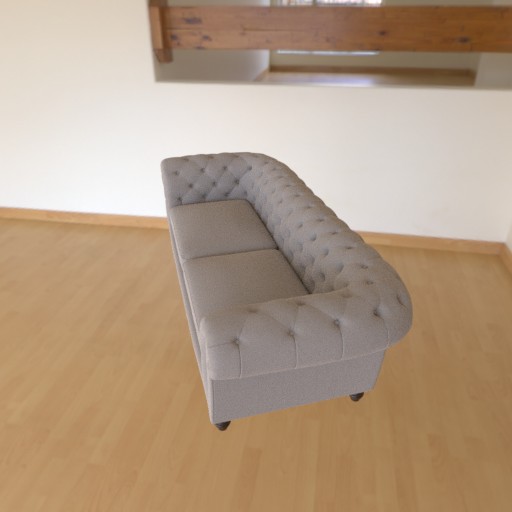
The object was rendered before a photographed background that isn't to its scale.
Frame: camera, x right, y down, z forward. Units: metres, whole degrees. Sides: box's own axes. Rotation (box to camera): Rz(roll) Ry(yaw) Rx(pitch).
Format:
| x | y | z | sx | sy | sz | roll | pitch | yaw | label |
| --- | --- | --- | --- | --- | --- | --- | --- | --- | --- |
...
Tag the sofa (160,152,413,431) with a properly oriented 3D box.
| x | y | z | sx | sy | sz | roll | pitch | yaw | label |
| --- | --- | --- | --- | --- | --- | --- | --- | --- | --- |
| 0.000 | 0.000 | 2.843 | 0.991 | 0.749 | 2.411 | -7 | 30 | -13 | sofa |
